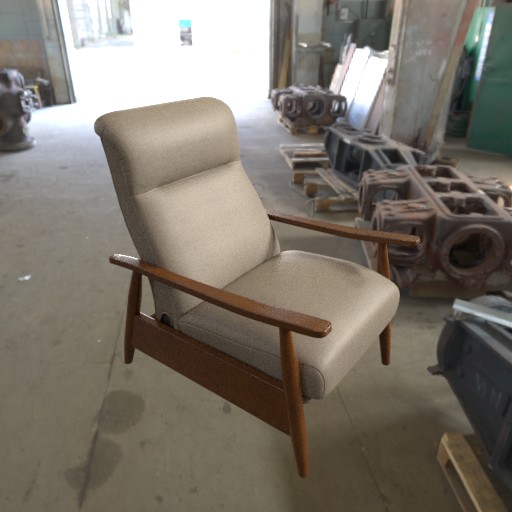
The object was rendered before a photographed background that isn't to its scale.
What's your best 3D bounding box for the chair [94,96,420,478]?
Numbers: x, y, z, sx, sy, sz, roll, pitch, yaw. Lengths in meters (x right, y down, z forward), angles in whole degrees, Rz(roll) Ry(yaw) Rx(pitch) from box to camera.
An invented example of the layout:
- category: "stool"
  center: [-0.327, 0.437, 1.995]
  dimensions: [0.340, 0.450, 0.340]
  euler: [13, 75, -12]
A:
- category: "chair"
  center: [0.000, 0.000, 1.762]
  dimensions: [1.032, 1.082, 0.762]
  euler: [19, 33, 33]
